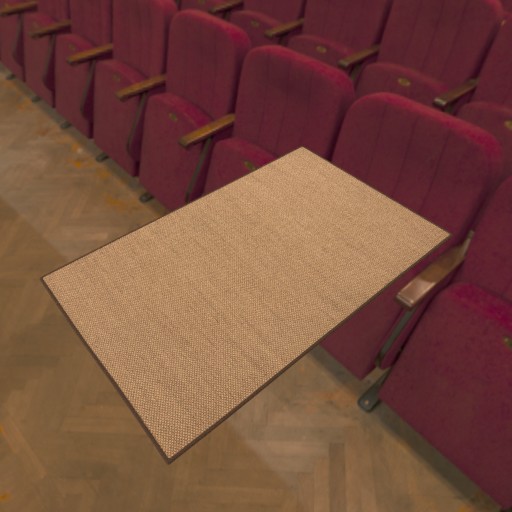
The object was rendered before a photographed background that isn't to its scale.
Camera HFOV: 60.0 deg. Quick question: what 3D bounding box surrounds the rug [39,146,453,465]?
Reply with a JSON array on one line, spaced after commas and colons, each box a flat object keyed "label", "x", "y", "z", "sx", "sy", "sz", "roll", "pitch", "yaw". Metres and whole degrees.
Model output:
[{"label": "rug", "x": 0.000, "y": 0.000, "z": 2.099, "sx": 1.676, "sy": 0.013, "sz": 1.067, "roll": -32, "pitch": 54, "yaw": -27}]
